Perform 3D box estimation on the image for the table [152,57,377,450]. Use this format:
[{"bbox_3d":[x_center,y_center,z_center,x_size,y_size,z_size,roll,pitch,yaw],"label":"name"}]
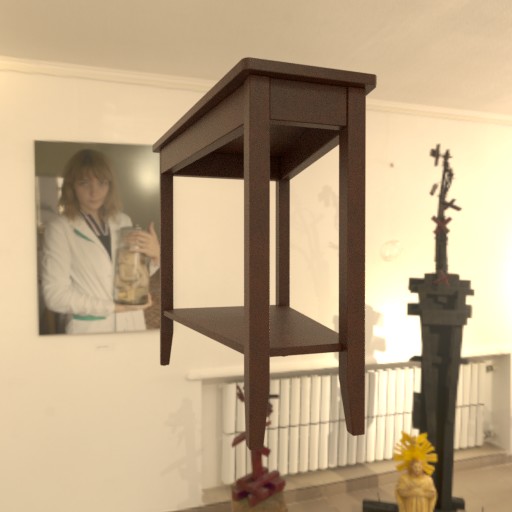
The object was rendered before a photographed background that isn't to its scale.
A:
[{"bbox_3d":[0.000,0.000,0.972,0.399,0.589,0.605,0,1,-17],"label":"table"}]
